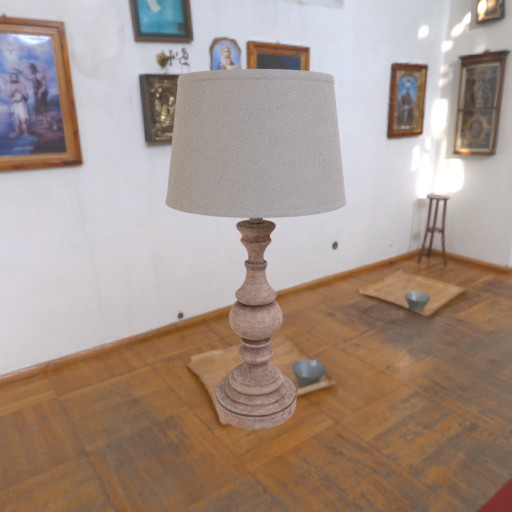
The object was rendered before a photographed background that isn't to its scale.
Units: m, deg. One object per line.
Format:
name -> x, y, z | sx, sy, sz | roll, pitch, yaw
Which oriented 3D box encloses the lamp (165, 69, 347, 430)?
lamp -> 0.000, 0.000, 0.877 | 0.340, 0.678, 0.340 | 0, 17, 0
